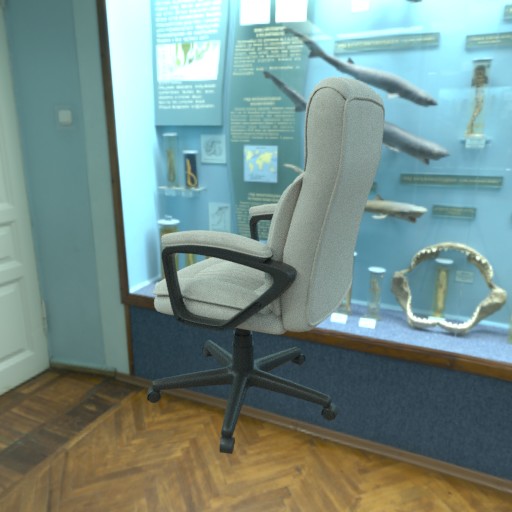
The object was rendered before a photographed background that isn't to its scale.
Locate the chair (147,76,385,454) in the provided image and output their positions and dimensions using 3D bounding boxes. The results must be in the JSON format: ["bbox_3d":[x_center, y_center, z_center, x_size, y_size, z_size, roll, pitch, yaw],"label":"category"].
[{"bbox_3d":[0.000,0.000,1.525,0.724,1.105,0.667,7,17,25],"label":"chair"}]
